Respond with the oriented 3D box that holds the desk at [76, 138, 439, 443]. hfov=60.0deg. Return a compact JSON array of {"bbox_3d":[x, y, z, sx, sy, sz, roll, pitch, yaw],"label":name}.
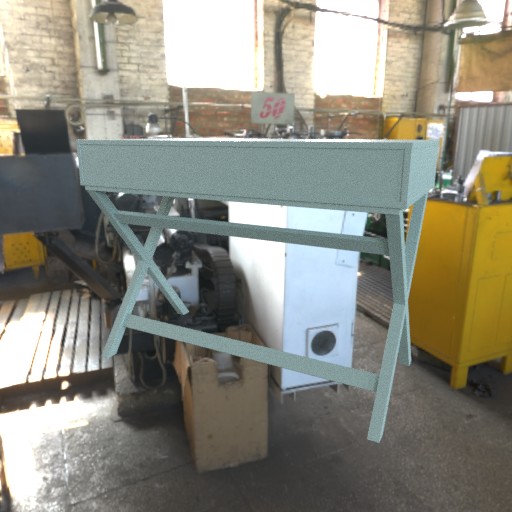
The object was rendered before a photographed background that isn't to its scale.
[{"bbox_3d":[0.000,0.000,1.538,1.057,0.780,0.525,8,17,27],"label":"desk"}]
